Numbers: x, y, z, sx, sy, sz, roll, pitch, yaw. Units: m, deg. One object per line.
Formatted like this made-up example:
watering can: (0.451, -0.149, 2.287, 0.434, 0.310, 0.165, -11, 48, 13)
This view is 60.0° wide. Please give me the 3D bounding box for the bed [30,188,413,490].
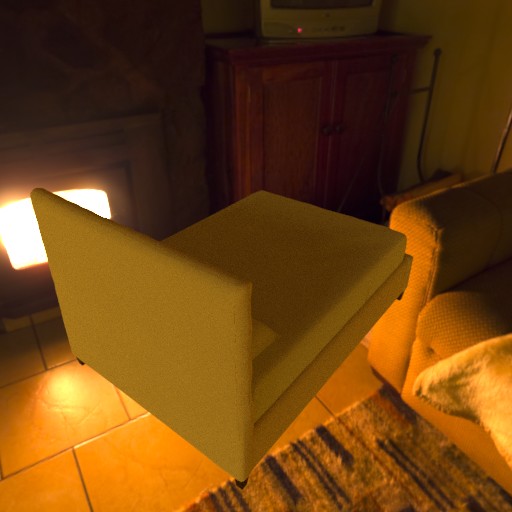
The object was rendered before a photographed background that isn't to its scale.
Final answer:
bed: (0.000, 0.000, 3.395, 1.698, 1.427, 2.387, 22, 38, 32)
